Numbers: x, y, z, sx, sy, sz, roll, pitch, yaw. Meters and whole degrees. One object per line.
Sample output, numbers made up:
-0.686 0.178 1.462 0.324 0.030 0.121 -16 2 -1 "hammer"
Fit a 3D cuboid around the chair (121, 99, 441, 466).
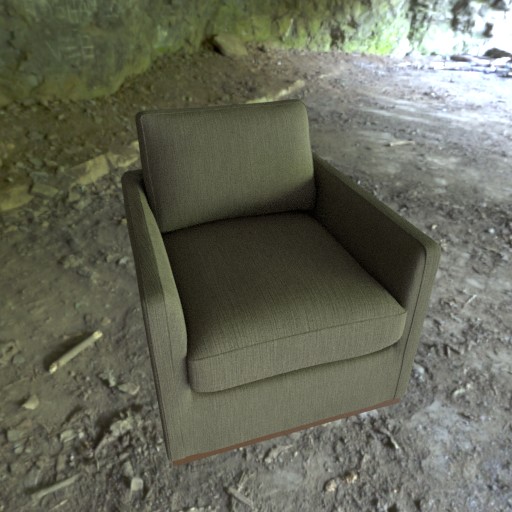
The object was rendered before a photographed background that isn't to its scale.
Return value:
0.000 0.000 1.438 0.763 0.811 0.834 -10 33 -15 "chair"
